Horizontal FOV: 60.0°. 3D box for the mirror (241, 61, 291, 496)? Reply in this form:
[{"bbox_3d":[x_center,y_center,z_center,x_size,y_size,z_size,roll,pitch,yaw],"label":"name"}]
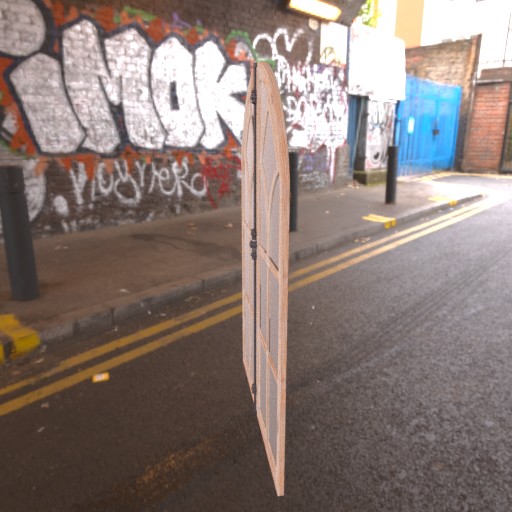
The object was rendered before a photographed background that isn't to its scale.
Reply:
[{"bbox_3d":[0.000,0.000,1.132,0.032,0.915,0.609,-2,15,-8],"label":"mirror"}]
